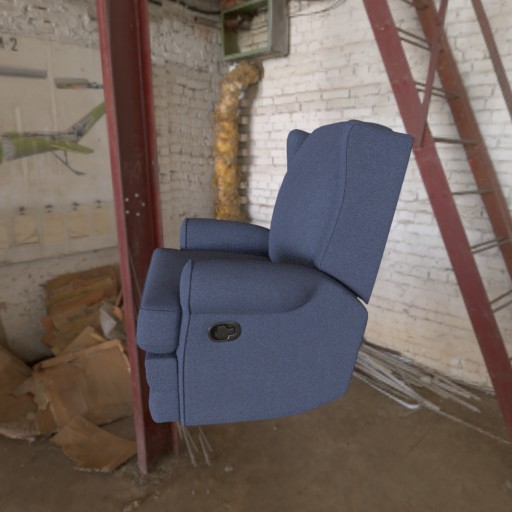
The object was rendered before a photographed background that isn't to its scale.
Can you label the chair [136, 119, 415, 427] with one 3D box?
[{"bbox_3d":[0.000,0.000,1.744,0.877,1.020,0.971,-2,14,-9],"label":"chair"}]
